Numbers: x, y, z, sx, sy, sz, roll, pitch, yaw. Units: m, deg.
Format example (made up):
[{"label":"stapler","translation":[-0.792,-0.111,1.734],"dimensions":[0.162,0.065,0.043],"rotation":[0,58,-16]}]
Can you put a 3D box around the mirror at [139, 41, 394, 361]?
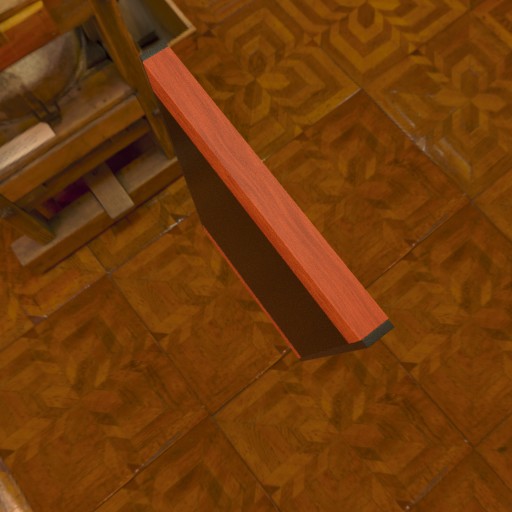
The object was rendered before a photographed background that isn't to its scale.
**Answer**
[{"label":"mirror","translation":[0.000,0.000,1.001],"dimensions":[0.047,0.823,0.525],"rotation":[-35,78,-9]}]
